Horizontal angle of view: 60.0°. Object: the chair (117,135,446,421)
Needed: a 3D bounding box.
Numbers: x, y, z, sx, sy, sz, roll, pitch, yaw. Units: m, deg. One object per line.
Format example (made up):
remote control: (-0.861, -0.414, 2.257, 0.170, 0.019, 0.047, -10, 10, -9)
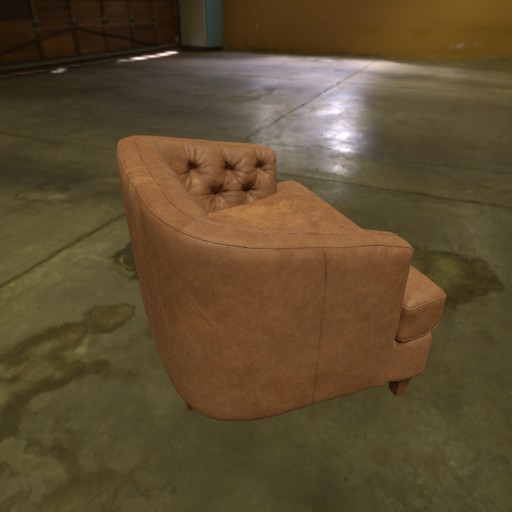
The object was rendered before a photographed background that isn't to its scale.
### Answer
chair: (0.000, 0.000, 1.726, 0.911, 0.836, 1.119, -11, 32, -18)
